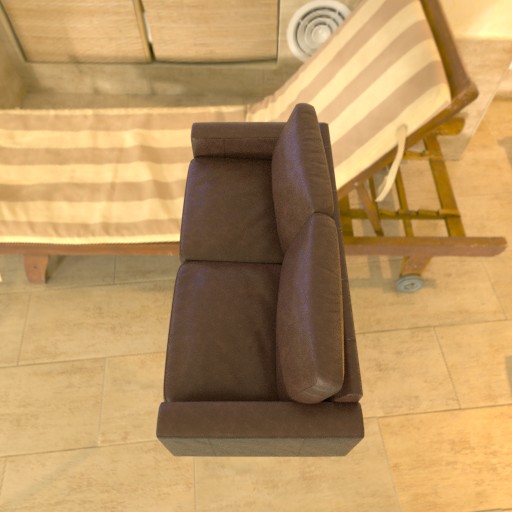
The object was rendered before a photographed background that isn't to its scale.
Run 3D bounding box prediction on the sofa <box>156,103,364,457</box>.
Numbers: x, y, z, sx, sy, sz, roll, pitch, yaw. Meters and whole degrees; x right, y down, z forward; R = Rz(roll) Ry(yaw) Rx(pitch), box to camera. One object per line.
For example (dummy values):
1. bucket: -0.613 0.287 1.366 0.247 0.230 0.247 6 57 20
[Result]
1. sofa: 0.000 0.000 2.747 1.016 0.873 2.179 0 57 0
